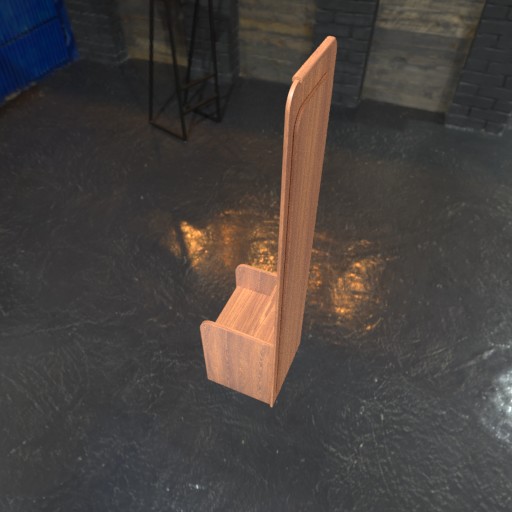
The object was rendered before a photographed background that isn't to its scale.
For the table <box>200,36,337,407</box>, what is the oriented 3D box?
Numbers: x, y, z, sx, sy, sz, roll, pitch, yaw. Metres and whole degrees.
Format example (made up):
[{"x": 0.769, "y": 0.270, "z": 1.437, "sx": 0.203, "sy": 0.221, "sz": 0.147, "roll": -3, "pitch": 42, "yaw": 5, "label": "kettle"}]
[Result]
[{"x": 0.000, "y": 0.000, "z": 1.995, "sx": 0.420, "sy": 1.830, "sz": 0.450, "roll": 17, "pitch": 48, "yaw": 16, "label": "table"}]
